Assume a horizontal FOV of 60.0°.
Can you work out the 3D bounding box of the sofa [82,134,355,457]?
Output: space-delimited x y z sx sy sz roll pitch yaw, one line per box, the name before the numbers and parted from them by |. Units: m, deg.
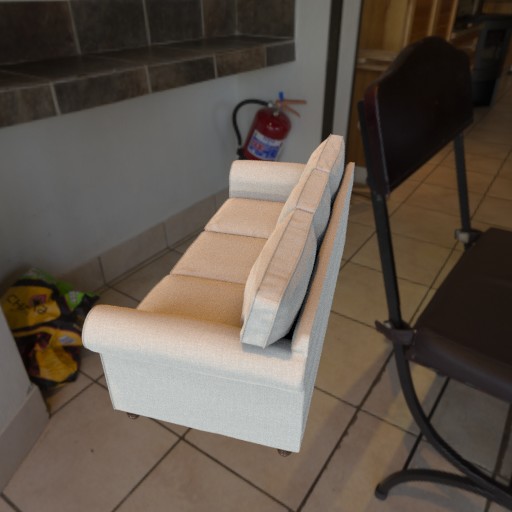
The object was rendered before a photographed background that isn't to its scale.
sofa | 0.000 0.000 2.580 0.916 0.961 2.084 8 32 13
